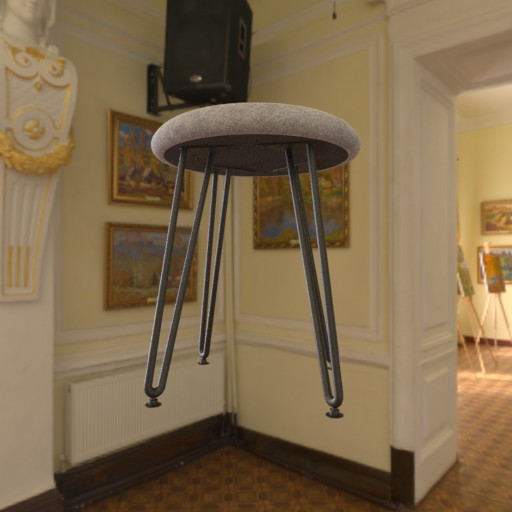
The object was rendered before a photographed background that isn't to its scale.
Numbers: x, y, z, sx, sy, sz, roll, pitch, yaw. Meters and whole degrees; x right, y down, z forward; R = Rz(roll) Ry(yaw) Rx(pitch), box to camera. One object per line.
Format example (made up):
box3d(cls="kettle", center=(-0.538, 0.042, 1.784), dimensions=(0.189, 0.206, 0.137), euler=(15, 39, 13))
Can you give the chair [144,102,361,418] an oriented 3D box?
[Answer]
box3d(cls="chair", center=(0.000, 0.000, 0.668), dimensions=(0.350, 0.386, 0.350), euler=(0, 0, -36))
